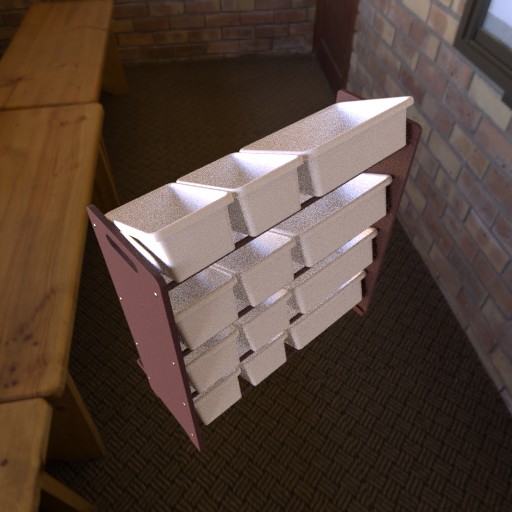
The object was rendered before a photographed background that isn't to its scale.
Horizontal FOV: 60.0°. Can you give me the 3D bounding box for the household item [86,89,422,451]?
[{"bbox_3d":[0.000,0.000,1.297,0.787,0.864,0.389,-32,54,-27],"label":"household item"}]
